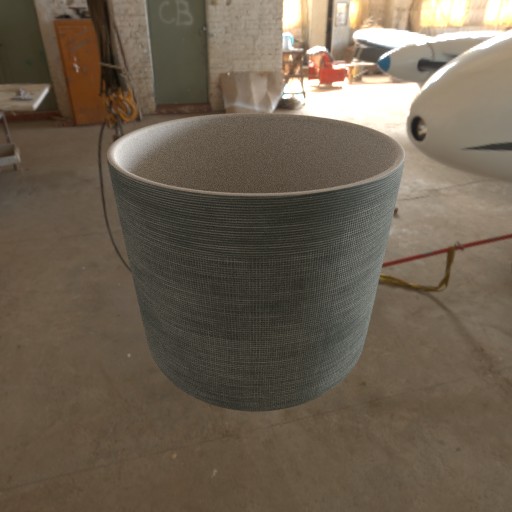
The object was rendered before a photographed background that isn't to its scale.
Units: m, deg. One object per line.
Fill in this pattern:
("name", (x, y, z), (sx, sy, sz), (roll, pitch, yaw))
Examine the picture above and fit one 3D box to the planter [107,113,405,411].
("planter", (0.000, 0.000, 0.776), (0.440, 0.398, 0.440), (0, 29, 0))
